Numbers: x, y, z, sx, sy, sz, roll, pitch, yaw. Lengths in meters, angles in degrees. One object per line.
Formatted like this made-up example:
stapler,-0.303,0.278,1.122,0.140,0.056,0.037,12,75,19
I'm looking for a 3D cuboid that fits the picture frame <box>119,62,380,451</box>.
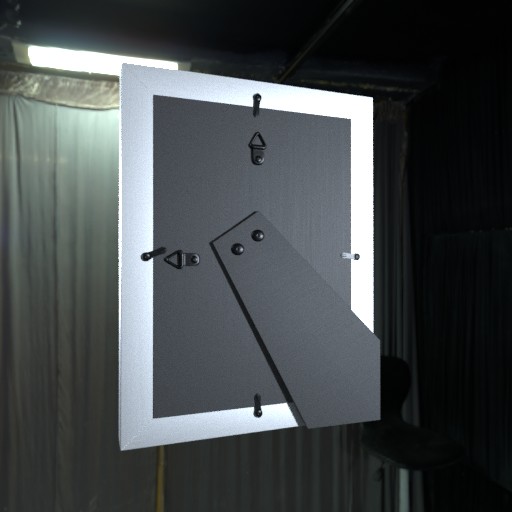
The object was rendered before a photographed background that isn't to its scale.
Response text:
picture frame,0.000,0.000,0.269,0.157,0.208,0.028,0,0,-20
